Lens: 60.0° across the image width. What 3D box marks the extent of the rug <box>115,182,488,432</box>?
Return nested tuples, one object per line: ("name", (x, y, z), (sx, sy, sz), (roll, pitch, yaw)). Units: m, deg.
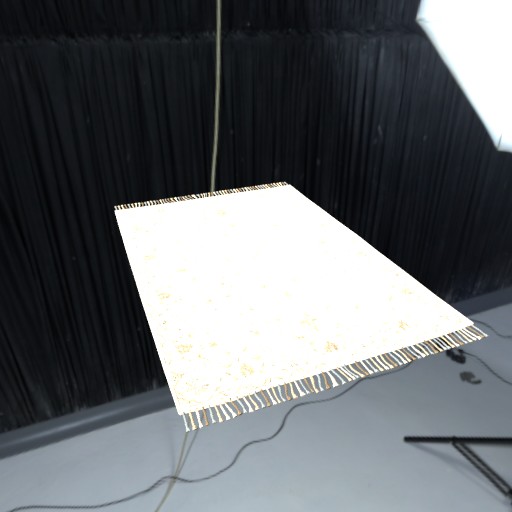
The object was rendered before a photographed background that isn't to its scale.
("rug", (0.000, 0.000, 2.274), (1.218, 0.017, 1.861), (-11, 31, -19))
